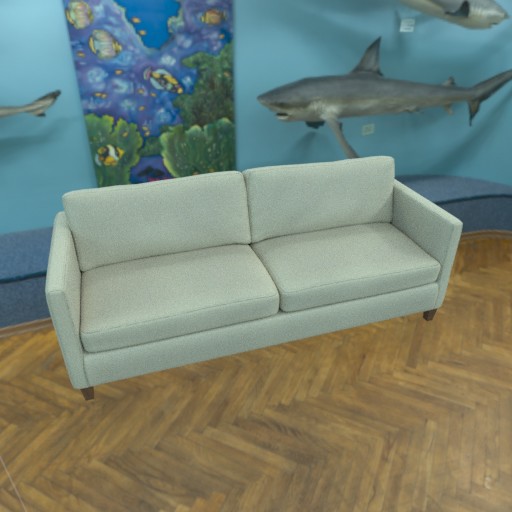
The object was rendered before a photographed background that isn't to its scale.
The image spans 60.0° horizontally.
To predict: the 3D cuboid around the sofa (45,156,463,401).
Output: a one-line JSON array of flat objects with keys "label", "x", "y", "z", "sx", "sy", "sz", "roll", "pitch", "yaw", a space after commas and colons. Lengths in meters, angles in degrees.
[{"label": "sofa", "x": 0.000, "y": 0.000, "z": 2.848, "sx": 2.361, "sy": 0.968, "sz": 0.951, "roll": -10, "pitch": 33, "yaw": -15}]
